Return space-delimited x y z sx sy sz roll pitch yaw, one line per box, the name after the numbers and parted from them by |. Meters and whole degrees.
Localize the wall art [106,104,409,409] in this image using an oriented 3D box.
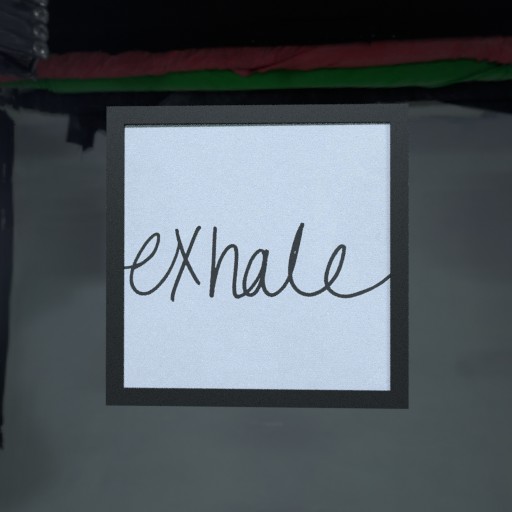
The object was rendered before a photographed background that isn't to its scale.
0.000 0.000 0.529 0.358 0.357 0.012 0 0 2 | wall art
